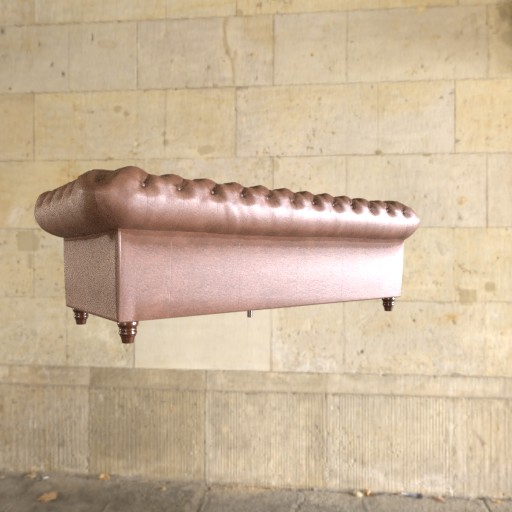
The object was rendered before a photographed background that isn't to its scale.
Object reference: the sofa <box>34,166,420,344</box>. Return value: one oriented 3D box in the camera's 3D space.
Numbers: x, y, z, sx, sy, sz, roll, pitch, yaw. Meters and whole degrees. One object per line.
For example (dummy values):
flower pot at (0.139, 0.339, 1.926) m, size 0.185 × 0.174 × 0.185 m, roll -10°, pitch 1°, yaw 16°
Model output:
sofa at (0.000, 0.000, 2.791) m, size 2.385 × 0.783 × 0.944 m, roll 0°, pitch 0°, yaw -38°
